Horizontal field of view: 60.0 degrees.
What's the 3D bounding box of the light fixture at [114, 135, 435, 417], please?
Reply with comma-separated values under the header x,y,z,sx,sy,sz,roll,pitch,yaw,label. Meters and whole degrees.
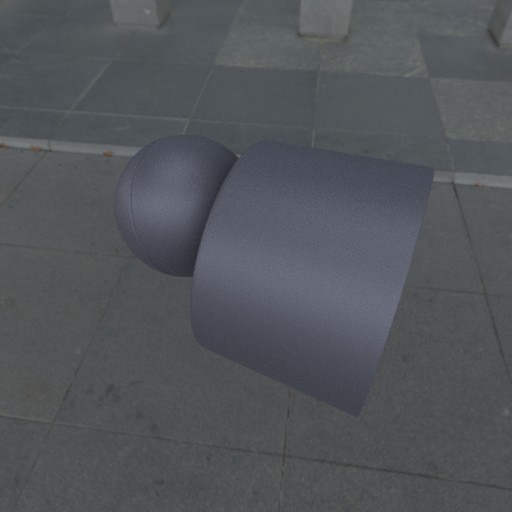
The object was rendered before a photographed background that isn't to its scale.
x,y,z,sx,sy,sz,roll,pitch,yaw,label
0.000,0.000,0.260,0.160,0.143,0.134,17,49,15,light fixture
